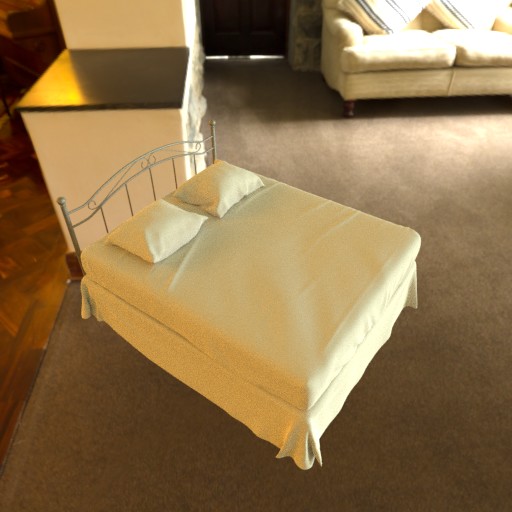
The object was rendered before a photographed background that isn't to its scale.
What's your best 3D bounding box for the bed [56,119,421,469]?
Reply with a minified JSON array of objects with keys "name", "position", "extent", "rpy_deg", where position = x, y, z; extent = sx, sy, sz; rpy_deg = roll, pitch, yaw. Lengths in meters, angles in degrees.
[{"name":"bed","position":[0.000,0.000,3.358],"extent":[2.215,1.080,1.936],"rpy_deg":[25,46,27]}]
